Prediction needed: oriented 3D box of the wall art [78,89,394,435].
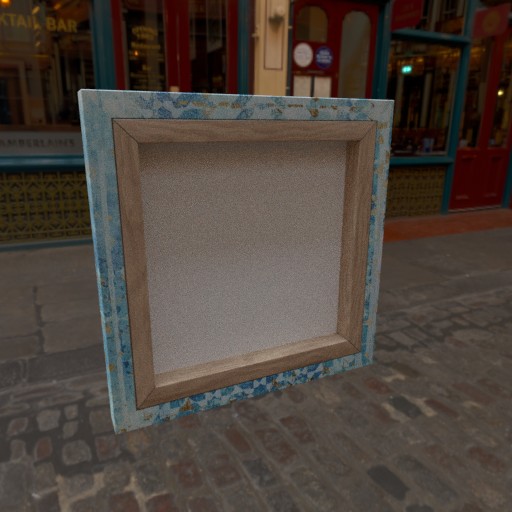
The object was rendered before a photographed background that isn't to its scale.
[{"bbox_3d":[0.000,0.000,0.597,0.405,0.405,0.037,-7,18,-25],"label":"wall art"}]
